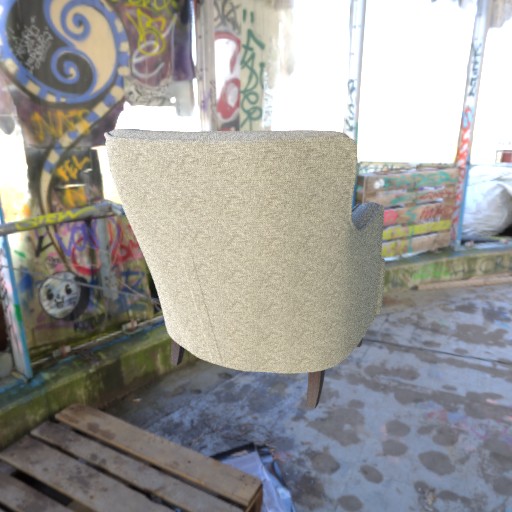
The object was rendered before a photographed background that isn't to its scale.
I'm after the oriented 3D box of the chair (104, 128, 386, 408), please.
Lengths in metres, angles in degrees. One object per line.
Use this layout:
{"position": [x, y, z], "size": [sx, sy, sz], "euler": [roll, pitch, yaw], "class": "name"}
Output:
{"position": [0.000, 0.000, 1.667], "size": [0.820, 0.920, 0.910], "euler": [9, 19, 27], "class": "chair"}
